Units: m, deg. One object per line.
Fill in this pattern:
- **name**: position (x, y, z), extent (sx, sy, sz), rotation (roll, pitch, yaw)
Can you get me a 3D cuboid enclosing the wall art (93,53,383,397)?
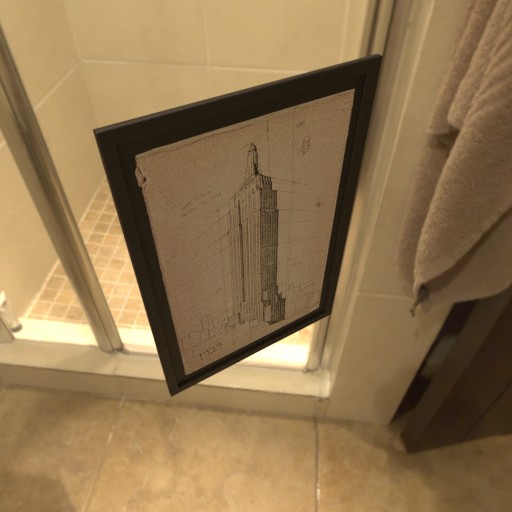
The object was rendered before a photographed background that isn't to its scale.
- **wall art**: position (0.000, 0.000, 0.847), extent (0.451, 0.661, 0.012), rotation (-23, 50, -21)
